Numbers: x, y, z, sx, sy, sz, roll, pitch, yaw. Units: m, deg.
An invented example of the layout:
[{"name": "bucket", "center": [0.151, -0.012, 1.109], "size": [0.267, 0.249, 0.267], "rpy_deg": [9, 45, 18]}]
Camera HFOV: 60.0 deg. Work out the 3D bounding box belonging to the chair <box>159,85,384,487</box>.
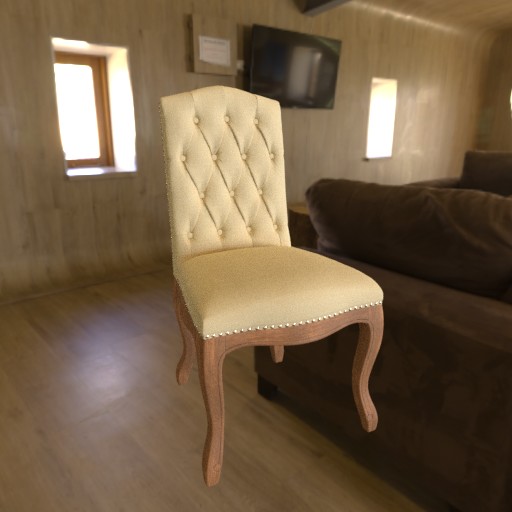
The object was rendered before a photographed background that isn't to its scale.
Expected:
[{"name": "chair", "center": [0.000, 0.000, 1.545], "size": [0.623, 1.165, 0.715], "rpy_deg": [-7, 17, -24]}]
